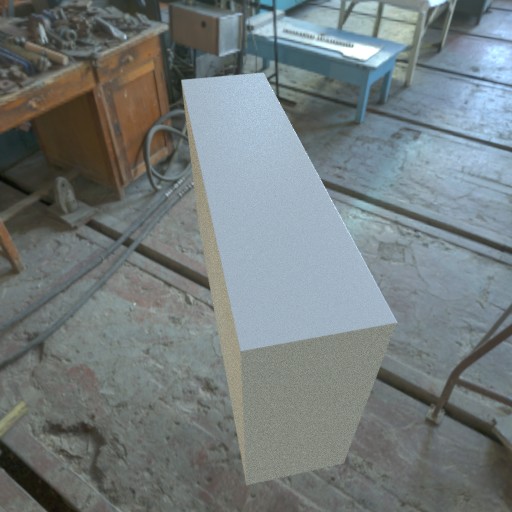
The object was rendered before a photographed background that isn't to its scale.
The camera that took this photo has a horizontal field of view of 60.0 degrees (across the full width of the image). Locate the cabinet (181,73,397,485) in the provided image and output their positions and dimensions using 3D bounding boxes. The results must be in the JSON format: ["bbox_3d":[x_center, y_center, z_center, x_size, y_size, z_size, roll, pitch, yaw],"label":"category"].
[{"bbox_3d":[0.000,0.000,1.843,0.380,0.900,1.450,-9,46,-8],"label":"cabinet"}]
